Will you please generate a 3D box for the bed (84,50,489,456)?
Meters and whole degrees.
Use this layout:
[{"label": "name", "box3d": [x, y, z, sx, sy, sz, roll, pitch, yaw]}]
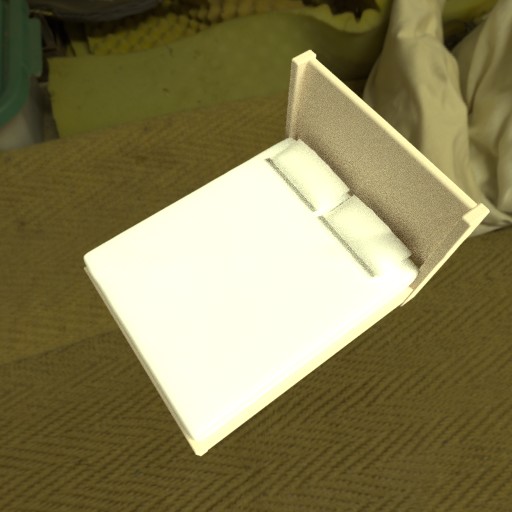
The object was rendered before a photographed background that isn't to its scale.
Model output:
[{"label": "bed", "box3d": [0.000, 0.000, 3.403, 2.293, 1.471, 1.778, -33, 68, -15]}]
